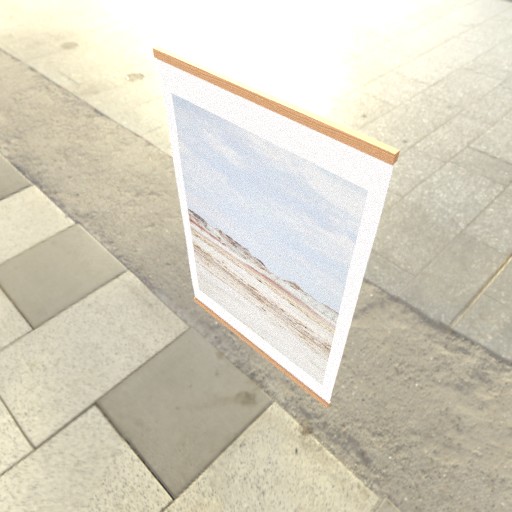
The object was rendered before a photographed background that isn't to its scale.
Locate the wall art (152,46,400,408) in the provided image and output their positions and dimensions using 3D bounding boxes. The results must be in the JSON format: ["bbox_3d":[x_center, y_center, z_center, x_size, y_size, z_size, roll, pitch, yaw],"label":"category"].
[{"bbox_3d":[0.000,0.000,1.952,1.011,1.521,0.025,34,55,28],"label":"wall art"}]
